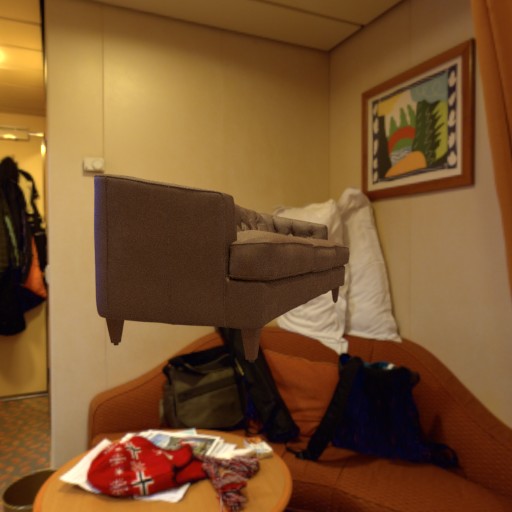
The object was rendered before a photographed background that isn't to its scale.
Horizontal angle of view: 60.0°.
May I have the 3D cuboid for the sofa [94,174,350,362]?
[{"bbox_3d":[0.000,0.000,2.772,0.927,0.787,2.227,0,1,19],"label":"sofa"}]
